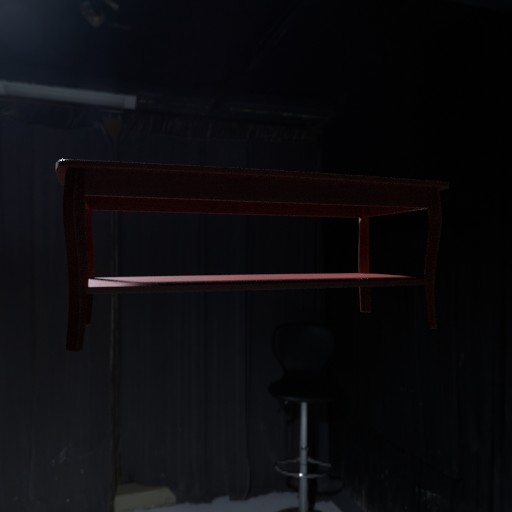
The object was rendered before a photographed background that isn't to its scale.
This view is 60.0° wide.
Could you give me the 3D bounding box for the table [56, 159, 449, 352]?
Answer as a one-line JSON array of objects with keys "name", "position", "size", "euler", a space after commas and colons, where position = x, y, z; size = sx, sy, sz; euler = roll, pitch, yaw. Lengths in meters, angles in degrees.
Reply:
[{"name": "table", "position": [0.000, 0.000, 1.489], "size": [1.216, 0.473, 0.561], "euler": [0, 1, -18]}]
